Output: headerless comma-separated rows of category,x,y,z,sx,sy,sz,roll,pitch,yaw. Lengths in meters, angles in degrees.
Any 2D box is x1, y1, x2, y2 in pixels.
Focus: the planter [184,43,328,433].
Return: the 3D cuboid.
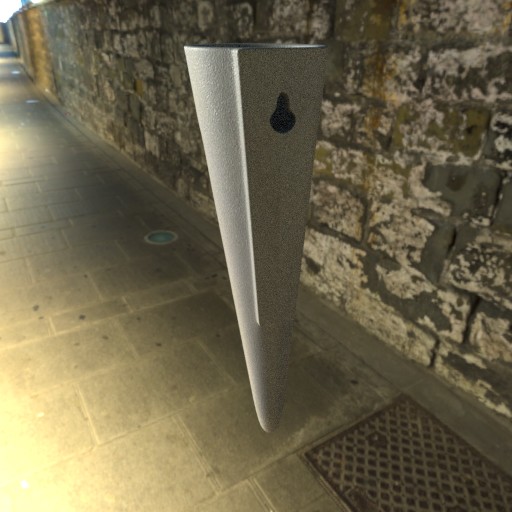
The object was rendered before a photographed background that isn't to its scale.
planter,0.000,0.000,0.223,0.057,0.191,0.064,-9,28,-16
